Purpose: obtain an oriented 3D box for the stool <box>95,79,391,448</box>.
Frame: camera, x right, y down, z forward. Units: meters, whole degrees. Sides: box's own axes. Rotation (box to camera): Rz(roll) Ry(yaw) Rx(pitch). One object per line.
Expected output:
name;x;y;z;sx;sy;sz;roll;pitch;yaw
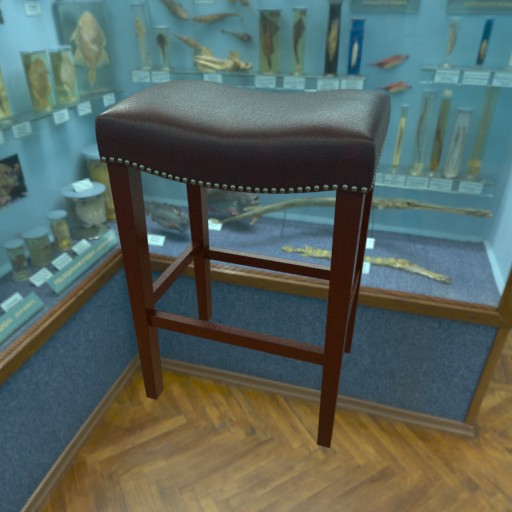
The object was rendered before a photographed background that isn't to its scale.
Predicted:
stool;0.000;0.000;1.044;0.504;0.742;0.372;10;32;16
